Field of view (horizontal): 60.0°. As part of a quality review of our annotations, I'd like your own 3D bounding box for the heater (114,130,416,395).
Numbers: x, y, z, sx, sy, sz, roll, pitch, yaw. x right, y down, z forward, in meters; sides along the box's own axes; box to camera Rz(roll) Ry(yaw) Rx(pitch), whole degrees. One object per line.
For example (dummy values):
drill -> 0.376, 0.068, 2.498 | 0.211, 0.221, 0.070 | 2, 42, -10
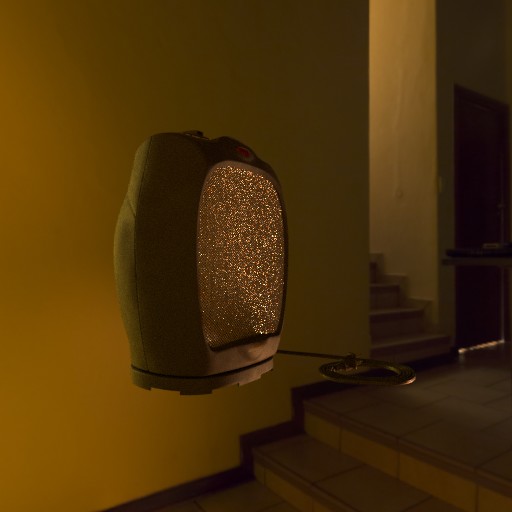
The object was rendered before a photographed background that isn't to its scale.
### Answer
heater -> 0.000, 0.000, 0.473 | 0.291, 0.255, 0.239 | 0, 0, 35
